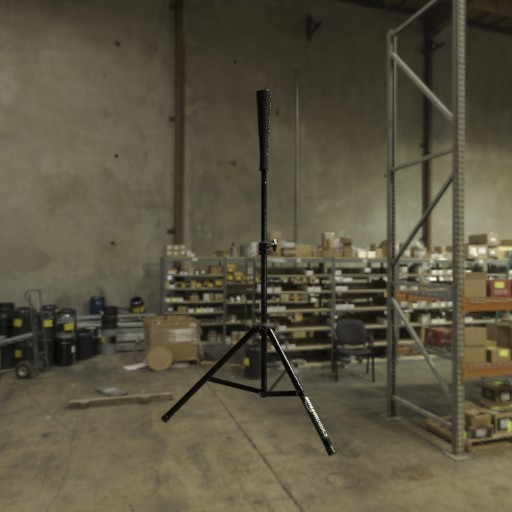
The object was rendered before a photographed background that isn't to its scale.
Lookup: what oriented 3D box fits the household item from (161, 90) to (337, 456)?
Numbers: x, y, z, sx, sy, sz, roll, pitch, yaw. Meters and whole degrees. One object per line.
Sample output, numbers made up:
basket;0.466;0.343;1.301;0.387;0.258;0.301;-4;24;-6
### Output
household item;0.000;0.000;1.391;0.559;1.067;0.559;0;-1;-18
